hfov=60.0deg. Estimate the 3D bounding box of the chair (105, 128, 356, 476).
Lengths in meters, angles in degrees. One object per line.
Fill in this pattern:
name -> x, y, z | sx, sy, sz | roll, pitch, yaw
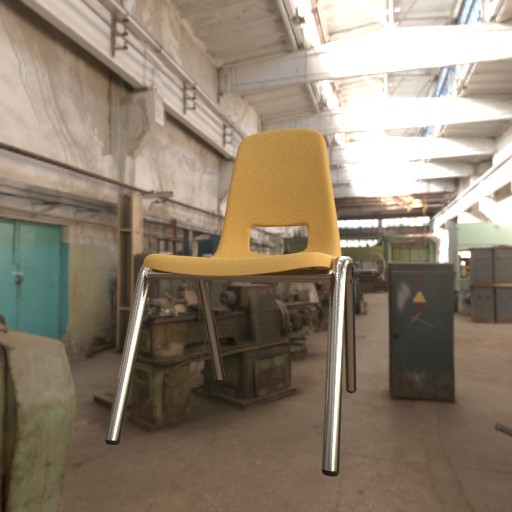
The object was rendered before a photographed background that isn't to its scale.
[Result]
chair -> 0.000, 0.000, 0.825 | 0.354, 0.586, 0.423 | 0, -1, 18
